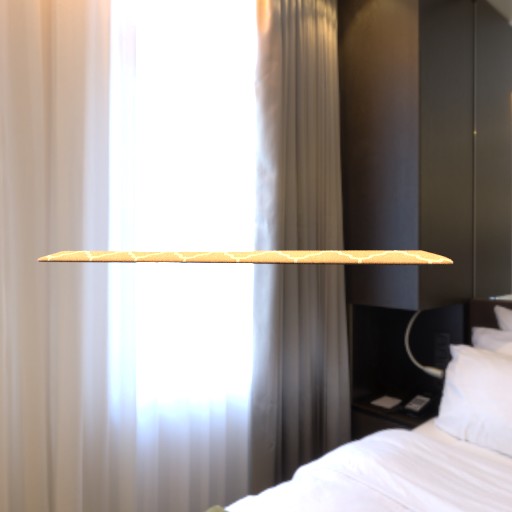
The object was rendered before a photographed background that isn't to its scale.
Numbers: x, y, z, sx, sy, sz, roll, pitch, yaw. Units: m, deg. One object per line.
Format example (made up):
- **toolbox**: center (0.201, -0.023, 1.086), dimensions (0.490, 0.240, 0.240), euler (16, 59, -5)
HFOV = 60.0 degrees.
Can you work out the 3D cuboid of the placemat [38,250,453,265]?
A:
- **placemat**: center (0.000, 0.000, 0.977), dimensions (0.762, 0.021, 0.508), euler (0, 0, 19)
